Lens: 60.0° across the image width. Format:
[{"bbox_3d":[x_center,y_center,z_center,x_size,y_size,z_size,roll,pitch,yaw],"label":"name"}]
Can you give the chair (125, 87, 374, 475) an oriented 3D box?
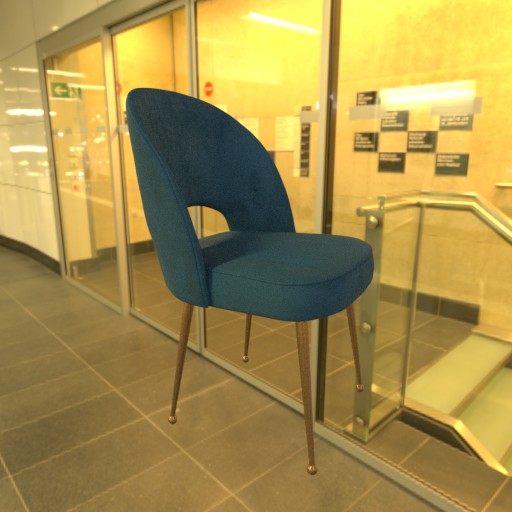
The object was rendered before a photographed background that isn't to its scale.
[{"bbox_3d":[0.000,0.000,1.173,0.577,0.860,0.527,7,16,27],"label":"chair"}]
